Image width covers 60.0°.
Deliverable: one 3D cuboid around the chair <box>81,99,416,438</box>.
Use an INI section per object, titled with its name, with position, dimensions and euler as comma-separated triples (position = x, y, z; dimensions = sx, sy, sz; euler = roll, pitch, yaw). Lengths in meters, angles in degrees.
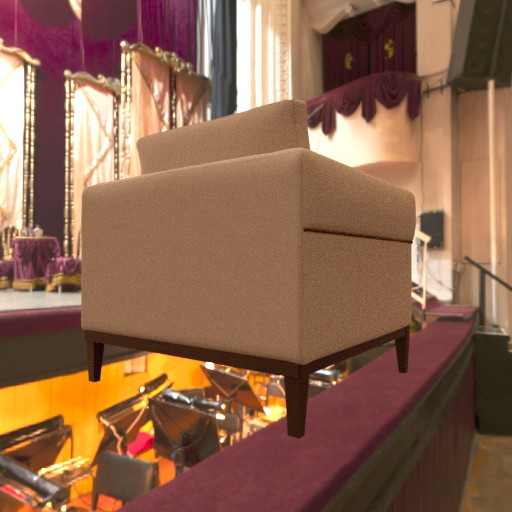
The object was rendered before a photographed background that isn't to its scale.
[chair]
position = 0.000, 0.000, 1.700
dimensions = 0.982, 0.915, 0.896
euler = -1, -1, 36
